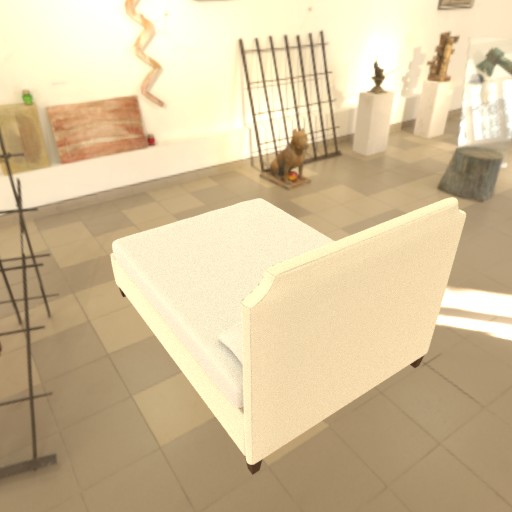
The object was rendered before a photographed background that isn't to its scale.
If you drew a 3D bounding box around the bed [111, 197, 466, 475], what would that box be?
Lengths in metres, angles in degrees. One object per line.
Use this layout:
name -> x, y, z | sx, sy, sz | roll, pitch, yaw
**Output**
bed -> 0.000, 0.000, 3.559 | 1.712, 1.497, 2.372 | -20, 37, -29
